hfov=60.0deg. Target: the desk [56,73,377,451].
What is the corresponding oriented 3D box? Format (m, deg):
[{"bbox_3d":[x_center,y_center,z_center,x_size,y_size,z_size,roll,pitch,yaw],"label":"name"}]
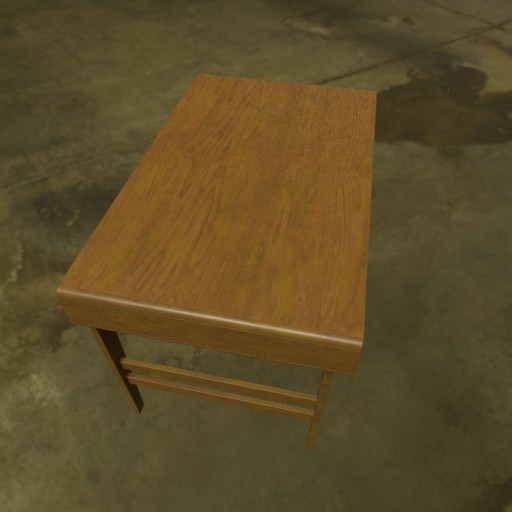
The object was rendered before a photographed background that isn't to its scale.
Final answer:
[{"bbox_3d":[0.000,0.000,1.536,0.660,0.754,1.066,9,48,8],"label":"desk"}]
